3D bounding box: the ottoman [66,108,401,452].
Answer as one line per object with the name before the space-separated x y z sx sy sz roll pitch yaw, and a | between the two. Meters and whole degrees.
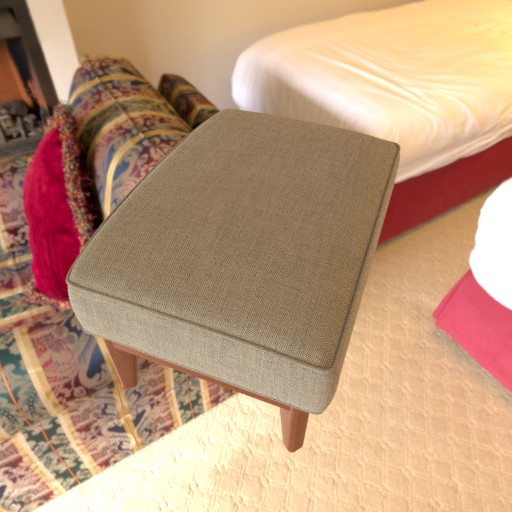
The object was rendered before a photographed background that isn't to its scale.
ottoman | 0.000 0.000 1.108 0.555 0.458 0.750 15 47 15
